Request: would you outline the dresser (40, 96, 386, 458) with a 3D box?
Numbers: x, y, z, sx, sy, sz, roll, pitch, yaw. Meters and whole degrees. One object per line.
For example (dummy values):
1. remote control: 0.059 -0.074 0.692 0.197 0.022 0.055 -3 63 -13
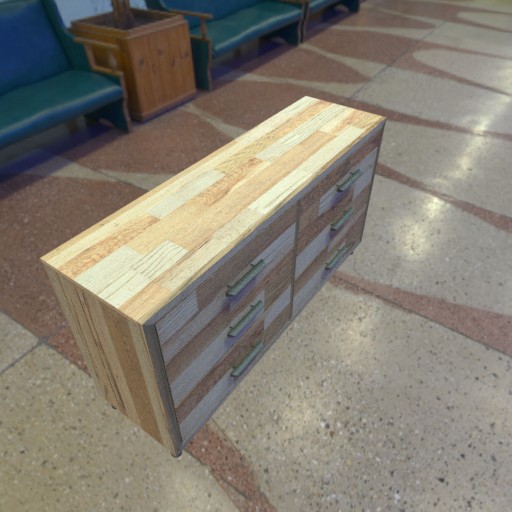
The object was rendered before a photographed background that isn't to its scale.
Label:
1. dresser: 0.000 0.000 1.973 0.487 0.834 1.547 26 47 26
